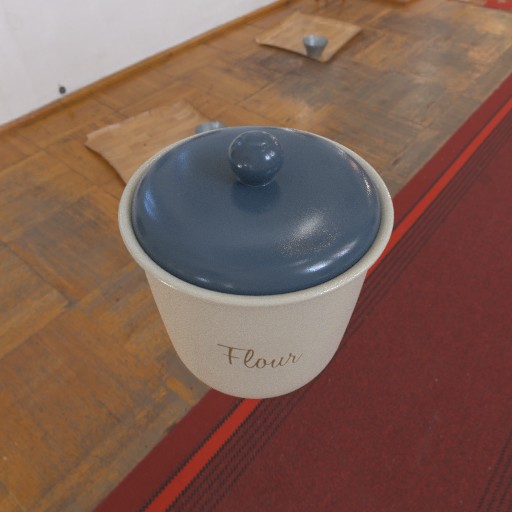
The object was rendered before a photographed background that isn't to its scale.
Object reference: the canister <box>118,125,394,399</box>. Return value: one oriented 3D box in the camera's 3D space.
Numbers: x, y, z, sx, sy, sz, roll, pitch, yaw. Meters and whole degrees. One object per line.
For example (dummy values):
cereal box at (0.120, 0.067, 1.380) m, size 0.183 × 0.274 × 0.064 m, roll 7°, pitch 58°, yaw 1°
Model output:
canister at (0.000, 0.000, 0.341) m, size 0.182 × 0.208 × 0.182 m, roll 0°, pitch 47°, yaw 0°
